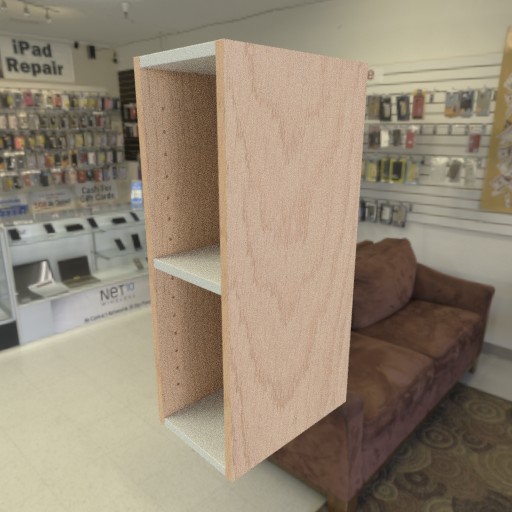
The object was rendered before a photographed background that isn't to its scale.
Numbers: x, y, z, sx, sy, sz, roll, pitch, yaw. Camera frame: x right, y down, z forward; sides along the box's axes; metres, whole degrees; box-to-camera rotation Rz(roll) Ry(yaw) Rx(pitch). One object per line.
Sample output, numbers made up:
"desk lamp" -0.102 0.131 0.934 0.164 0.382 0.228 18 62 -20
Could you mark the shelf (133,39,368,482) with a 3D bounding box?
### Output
"shelf" 0.000 0.000 0.737 0.290 0.600 0.200 -15 22 -42
